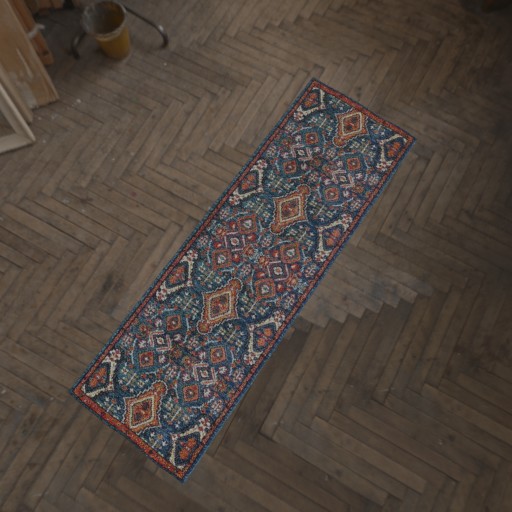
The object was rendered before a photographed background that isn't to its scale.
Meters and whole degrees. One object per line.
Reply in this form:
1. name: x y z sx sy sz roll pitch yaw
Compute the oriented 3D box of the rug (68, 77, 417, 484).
1. rug: 0.000 0.000 2.622 0.801 0.010 2.459 34 78 8
